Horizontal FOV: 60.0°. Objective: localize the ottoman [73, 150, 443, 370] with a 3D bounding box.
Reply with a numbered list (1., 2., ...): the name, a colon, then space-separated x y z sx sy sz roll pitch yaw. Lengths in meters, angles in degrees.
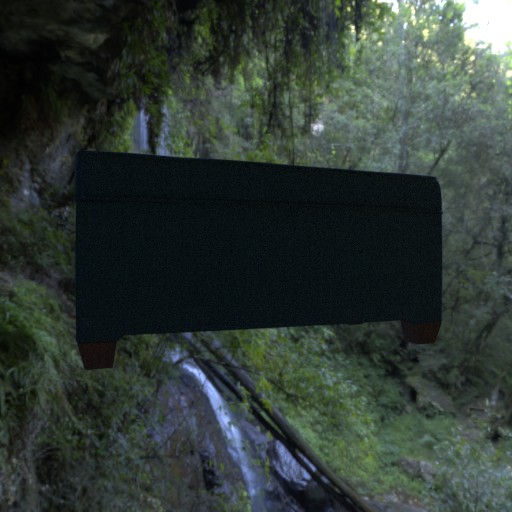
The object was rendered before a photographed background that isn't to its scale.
1. ottoman: 0.000 0.000 1.250 0.943 0.474 0.474 0 0 -19
